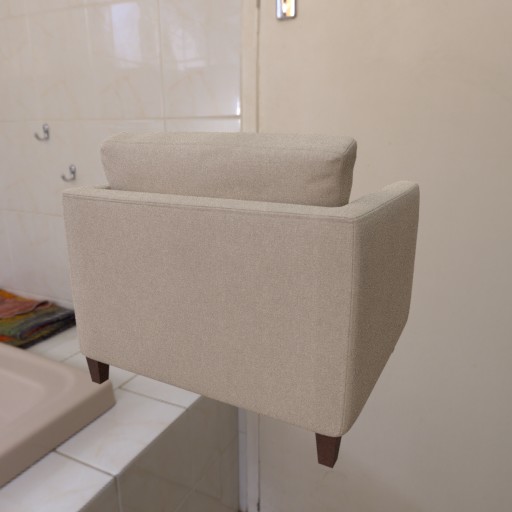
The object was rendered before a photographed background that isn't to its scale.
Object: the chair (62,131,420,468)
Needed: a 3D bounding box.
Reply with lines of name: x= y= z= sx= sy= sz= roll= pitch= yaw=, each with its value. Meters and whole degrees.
chair: x=0.000 y=0.000 z=1.778 sx=1.107 sy=0.961 sz=0.959 roll=8 pitch=17 yaw=27
